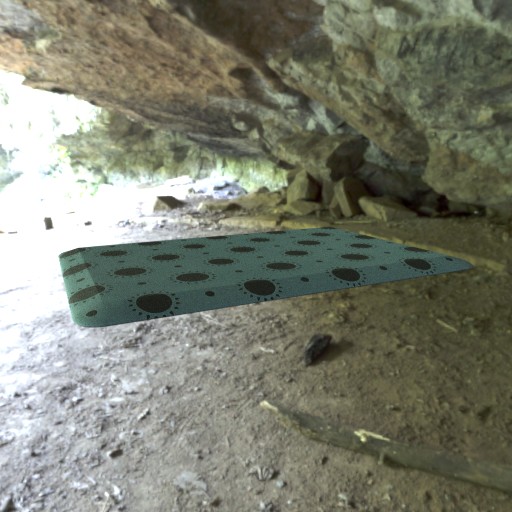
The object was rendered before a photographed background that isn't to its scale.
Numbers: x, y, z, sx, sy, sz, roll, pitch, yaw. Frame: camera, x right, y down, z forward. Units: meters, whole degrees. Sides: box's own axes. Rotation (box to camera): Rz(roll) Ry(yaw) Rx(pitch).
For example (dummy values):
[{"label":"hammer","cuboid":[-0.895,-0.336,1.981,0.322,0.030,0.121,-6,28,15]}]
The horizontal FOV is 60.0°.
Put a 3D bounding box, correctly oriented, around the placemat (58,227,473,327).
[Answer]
[{"label":"placemat","cuboid":[0.000,0.000,0.949,0.762,0.021,0.508,-6,14,-25]}]
